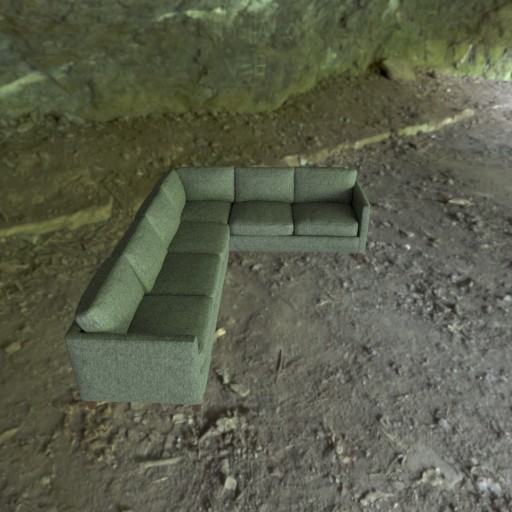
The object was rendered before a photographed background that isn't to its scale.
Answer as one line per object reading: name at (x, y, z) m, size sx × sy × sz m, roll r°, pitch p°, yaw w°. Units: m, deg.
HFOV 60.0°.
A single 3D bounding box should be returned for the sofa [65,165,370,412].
sofa at (0.000, 0.000, 4.505) m, size 2.593 × 0.947 × 3.302 m, roll 1°, pitch 29°, yaw 2°
